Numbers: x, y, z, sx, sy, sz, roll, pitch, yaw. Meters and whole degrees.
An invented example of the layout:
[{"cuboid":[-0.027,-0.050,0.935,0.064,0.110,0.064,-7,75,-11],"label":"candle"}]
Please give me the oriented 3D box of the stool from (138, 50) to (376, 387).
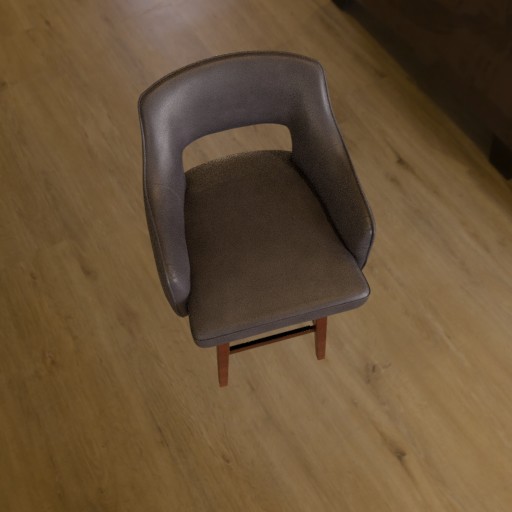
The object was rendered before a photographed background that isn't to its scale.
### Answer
[{"cuboid":[0.000,0.000,1.367,0.550,1.041,0.560,-14,64,-7],"label":"stool"}]
